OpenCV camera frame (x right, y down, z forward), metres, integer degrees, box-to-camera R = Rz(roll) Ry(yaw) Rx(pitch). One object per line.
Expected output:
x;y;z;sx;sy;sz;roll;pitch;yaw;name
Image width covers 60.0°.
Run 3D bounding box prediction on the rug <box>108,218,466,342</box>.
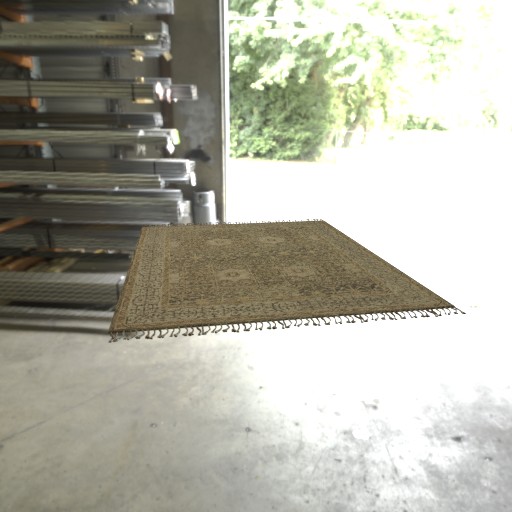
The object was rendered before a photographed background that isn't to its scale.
0.000;0.000;4.438;2.431;0.017;3.291;-3;17;-9;rug
